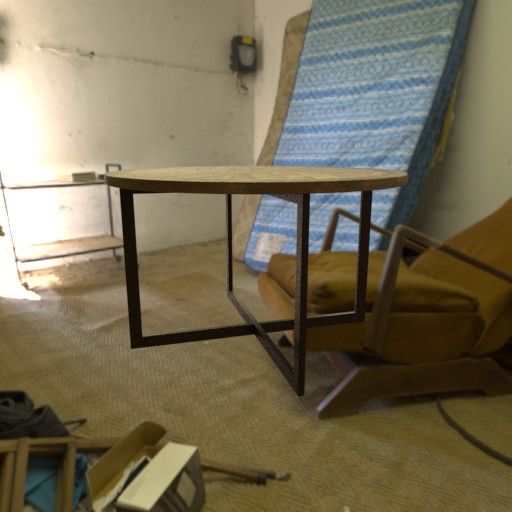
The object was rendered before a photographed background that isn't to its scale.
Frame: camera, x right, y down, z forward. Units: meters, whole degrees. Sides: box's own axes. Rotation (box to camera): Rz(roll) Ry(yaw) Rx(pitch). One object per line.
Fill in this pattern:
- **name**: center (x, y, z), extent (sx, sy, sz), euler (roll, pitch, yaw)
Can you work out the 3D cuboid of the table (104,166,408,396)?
- **table**: center (0.000, 0.000, 2.029), extent (1.264, 0.762, 1.264), euler (0, 14, 0)
